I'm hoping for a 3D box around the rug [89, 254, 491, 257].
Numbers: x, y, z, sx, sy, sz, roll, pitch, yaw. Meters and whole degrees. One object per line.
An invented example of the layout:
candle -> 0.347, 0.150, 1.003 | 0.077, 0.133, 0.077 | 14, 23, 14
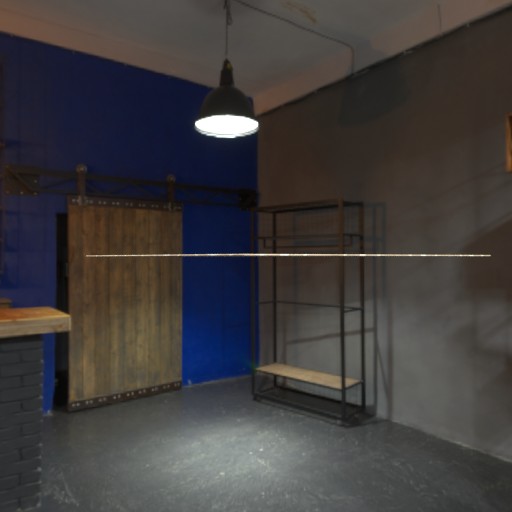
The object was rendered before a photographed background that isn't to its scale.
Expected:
rug -> 0.000, 0.000, 4.368 | 2.438, 0.010, 3.353 | 0, 0, -34
